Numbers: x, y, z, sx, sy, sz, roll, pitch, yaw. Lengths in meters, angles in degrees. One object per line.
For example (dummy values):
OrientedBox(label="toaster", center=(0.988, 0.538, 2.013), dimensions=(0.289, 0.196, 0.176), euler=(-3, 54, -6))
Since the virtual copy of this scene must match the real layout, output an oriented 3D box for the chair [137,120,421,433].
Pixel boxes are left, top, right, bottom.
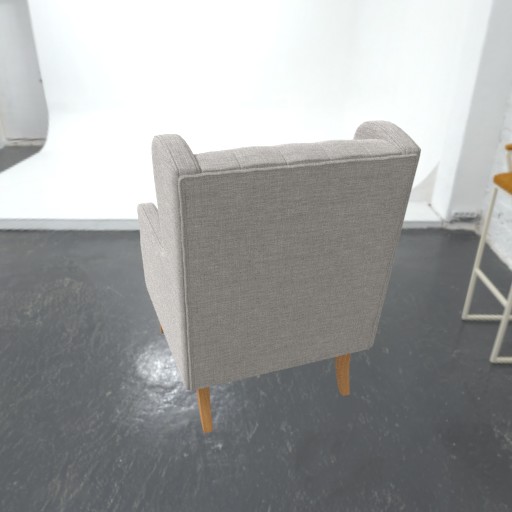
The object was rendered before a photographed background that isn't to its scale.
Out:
OrientedBox(label="chair", center=(0.000, 0.000, 1.517), dimensions=(0.710, 0.930, 0.760), euler=(-9, 28, -17))
